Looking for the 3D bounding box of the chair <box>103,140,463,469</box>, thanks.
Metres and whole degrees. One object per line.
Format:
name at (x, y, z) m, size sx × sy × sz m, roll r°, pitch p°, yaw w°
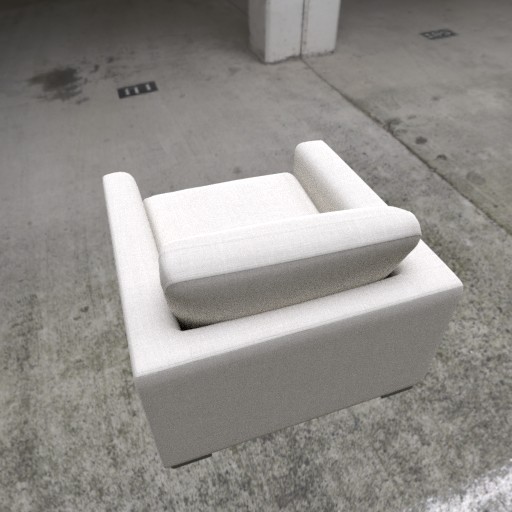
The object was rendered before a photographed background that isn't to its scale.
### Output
chair at (0.000, 0.000, 1.803) m, size 1.070 × 0.876 × 1.100 m, roll -13°, pitch 43°, yaw -14°
